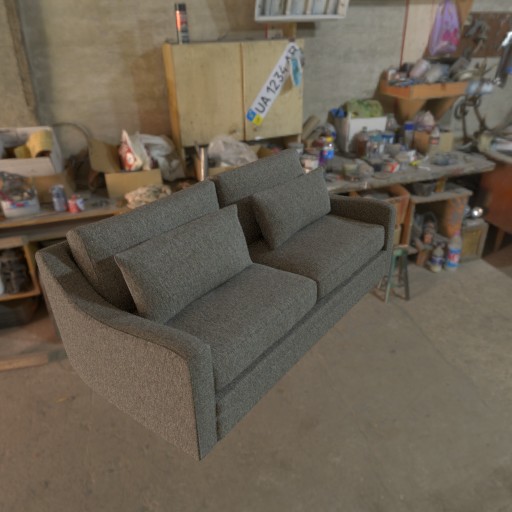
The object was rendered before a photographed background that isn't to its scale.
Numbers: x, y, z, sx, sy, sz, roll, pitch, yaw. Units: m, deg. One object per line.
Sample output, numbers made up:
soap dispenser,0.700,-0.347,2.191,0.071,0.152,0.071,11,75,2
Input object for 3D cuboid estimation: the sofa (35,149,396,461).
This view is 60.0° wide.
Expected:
sofa,0.000,0.000,3.010,1.103,0.998,2.418,19,32,32
